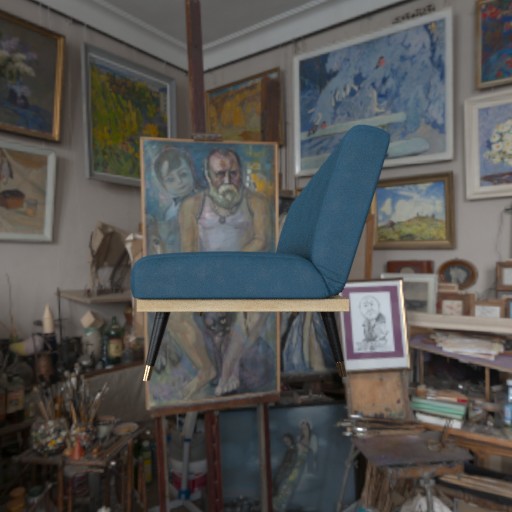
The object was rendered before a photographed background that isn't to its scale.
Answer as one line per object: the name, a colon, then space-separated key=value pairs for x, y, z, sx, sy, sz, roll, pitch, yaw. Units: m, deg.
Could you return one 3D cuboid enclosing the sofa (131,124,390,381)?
sofa: x=0.000 y=0.000 z=2.285 sx=0.830 sy=0.825 sz=1.810 roll=0 pitch=0 yaw=-1
